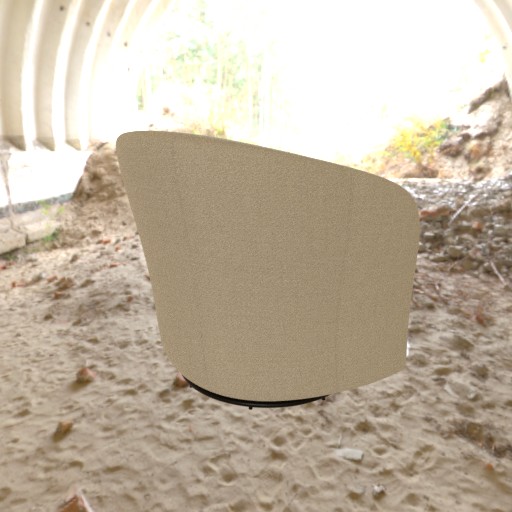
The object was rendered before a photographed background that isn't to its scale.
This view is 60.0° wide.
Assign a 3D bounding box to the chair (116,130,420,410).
[{"bbox_3d":[0.000,0.000,1.438,0.815,0.771,0.791,-7,16,-27],"label":"chair"}]
